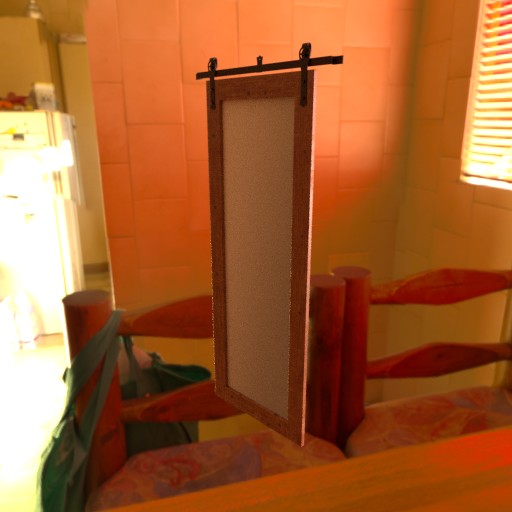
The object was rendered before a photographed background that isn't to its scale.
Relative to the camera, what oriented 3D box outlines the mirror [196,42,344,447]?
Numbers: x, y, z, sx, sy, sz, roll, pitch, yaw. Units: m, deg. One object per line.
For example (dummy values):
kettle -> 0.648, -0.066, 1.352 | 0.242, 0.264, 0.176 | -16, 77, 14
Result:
mirror -> 0.000, 0.000, 2.112 | 0.847, 1.793, 0.042 | 15, 22, 42
